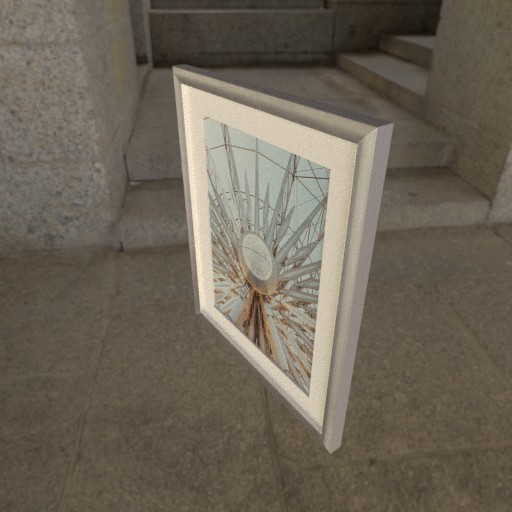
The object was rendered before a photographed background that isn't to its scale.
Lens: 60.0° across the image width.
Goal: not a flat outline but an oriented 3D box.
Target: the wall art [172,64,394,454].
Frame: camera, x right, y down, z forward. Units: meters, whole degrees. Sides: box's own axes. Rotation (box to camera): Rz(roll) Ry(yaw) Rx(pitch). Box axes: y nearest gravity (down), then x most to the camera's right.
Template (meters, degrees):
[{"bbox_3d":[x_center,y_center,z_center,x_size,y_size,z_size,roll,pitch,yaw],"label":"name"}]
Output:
[{"bbox_3d":[0.000,0.000,0.769,0.029,0.558,0.458,-21,38,-30],"label":"wall art"}]
